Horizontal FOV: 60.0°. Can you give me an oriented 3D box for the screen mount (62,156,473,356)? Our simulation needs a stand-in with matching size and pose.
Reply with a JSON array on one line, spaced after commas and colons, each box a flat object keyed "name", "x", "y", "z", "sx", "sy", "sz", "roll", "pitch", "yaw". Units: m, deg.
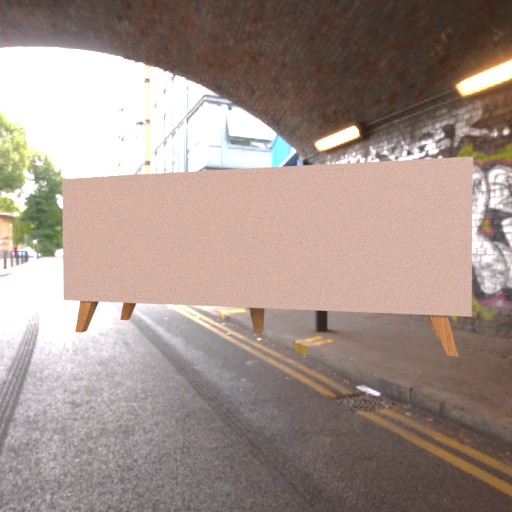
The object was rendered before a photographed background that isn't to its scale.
[{"name": "screen mount", "x": 0.000, "y": 0.000, "z": 1.752, "sx": 1.490, "sy": 0.619, "sz": 0.400, "roll": 0, "pitch": 1, "yaw": 16}]
